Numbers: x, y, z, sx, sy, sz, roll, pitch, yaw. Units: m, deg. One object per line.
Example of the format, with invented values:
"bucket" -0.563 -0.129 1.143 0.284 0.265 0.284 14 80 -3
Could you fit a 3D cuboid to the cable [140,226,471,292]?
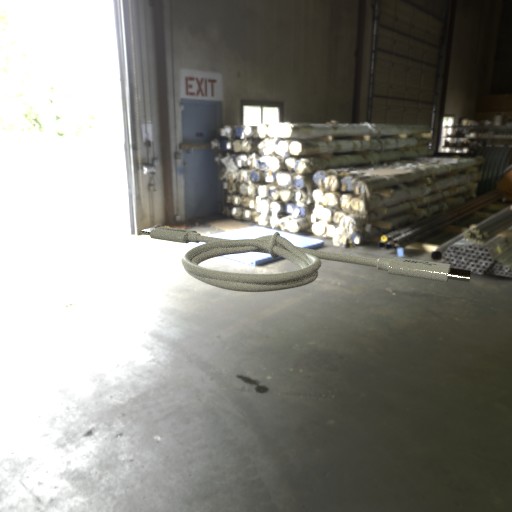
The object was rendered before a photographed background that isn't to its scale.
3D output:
"cable" 0.000 0.000 0.214 0.186 0.014 0.070 8 18 27
